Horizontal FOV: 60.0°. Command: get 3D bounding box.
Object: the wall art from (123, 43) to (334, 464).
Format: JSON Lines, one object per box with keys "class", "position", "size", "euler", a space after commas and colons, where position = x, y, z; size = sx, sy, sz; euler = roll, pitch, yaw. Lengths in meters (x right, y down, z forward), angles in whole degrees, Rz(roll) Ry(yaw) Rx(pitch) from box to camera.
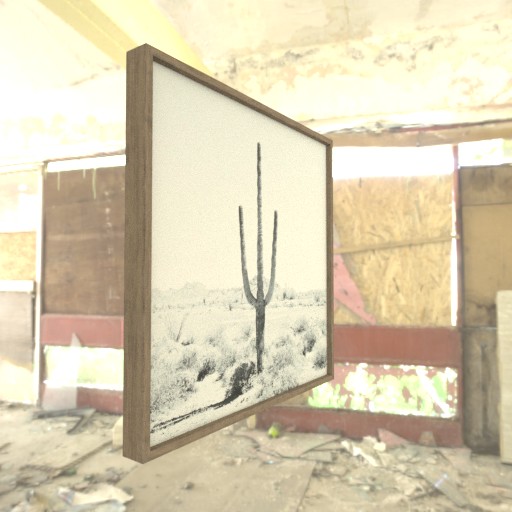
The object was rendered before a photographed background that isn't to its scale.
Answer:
{"class": "wall art", "position": [0.000, 0.000, 0.750], "size": [0.038, 0.508, 0.508], "euler": [-1, -2, 36]}
